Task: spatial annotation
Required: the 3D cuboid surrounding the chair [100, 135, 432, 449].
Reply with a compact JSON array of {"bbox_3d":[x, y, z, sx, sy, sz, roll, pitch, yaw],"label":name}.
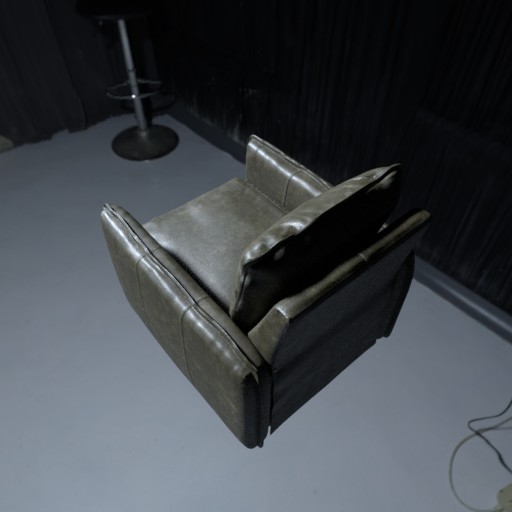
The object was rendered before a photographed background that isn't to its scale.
[{"bbox_3d":[0.000,0.000,1.642,0.830,0.921,0.921,-32,55,-26],"label":"chair"}]
